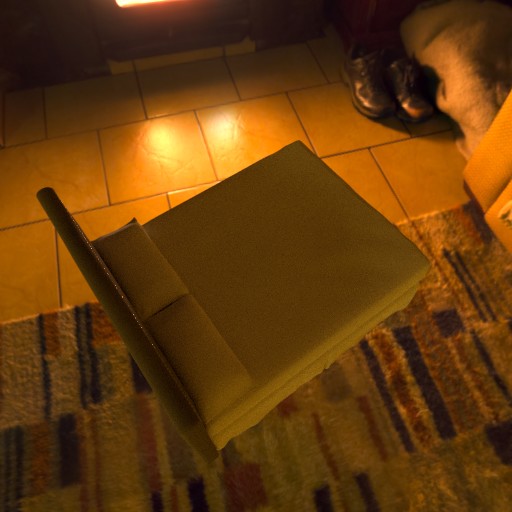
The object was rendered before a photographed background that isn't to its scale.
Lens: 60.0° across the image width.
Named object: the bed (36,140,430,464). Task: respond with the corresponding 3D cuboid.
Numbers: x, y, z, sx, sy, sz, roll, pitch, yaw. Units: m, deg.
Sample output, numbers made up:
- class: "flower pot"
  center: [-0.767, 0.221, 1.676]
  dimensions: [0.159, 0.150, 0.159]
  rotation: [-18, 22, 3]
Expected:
- class: "bed"
  center: [0.000, 0.000, 3.075]
  dimensions: [2.036, 1.387, 1.666]
  rotation: [-32, 64, -18]
